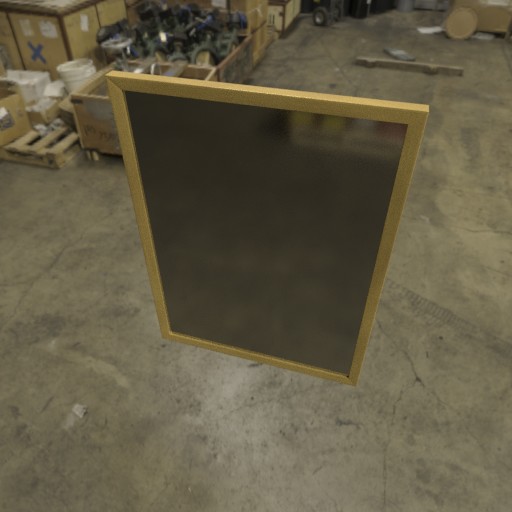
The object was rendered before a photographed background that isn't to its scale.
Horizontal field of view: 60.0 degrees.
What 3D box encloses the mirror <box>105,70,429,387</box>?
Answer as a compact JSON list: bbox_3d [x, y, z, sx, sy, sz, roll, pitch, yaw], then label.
[{"bbox_3d":[0.000,0.000,1.350,0.762,1.016,0.040,11,42,13],"label":"mirror"}]
